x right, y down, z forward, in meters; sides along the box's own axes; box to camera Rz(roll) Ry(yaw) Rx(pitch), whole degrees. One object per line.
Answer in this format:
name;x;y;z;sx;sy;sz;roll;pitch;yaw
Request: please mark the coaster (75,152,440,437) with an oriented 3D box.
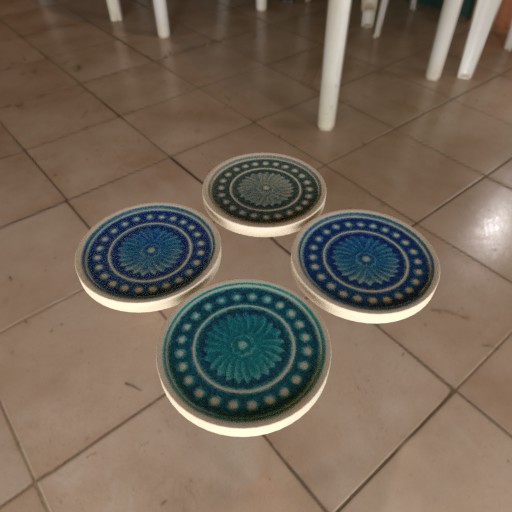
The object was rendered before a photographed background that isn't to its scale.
coaster;0.000;0.000;0.334;0.224;0.010;0.220;-32;53;-27
